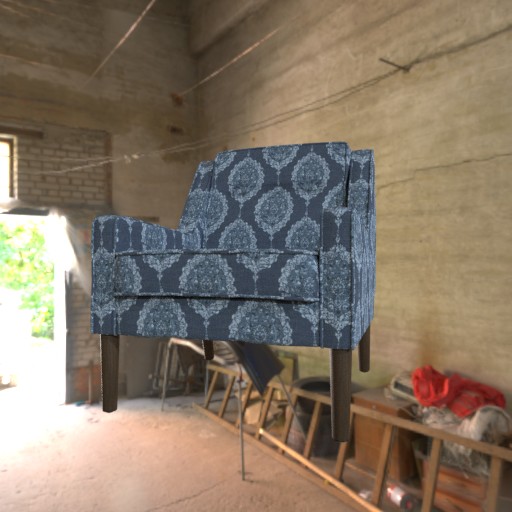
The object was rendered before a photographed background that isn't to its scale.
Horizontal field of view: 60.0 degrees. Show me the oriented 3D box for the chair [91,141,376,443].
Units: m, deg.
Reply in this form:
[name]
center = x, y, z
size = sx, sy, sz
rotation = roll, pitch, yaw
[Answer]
[chair]
center = 0.000, 0.000, 1.331
size = 0.663, 0.792, 0.743
rotation = 0, -1, 18
